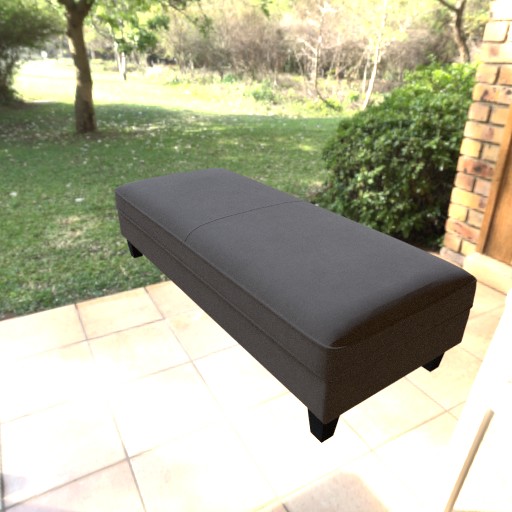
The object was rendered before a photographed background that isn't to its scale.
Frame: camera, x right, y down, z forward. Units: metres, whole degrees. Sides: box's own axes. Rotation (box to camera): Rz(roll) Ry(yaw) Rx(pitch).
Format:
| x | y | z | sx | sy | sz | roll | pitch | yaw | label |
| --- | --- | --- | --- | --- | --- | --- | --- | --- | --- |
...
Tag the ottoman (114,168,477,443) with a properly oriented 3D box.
| x | y | z | sx | sy | sz | roll | pitch | yaw | label |
| --- | --- | --- | --- | --- | --- | --- | --- | --- | --- |
| 0.000 | 0.000 | 2.024 | 0.735 | 0.460 | 1.726 | -17 | 31 | -31 | ottoman |
